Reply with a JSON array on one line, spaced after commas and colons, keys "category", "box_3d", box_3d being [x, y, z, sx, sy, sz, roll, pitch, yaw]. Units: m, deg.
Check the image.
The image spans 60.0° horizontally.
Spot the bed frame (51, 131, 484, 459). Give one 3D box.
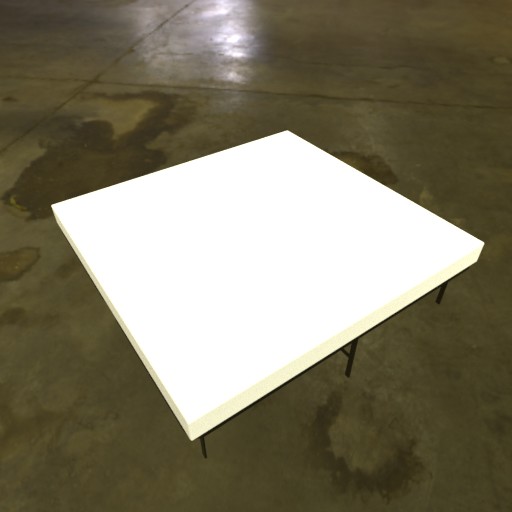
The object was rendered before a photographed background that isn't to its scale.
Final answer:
[{"category": "bed frame", "box_3d": [0.000, 0.000, 3.020, 2.032, 0.559, 1.930, -25, 46, -26]}]
